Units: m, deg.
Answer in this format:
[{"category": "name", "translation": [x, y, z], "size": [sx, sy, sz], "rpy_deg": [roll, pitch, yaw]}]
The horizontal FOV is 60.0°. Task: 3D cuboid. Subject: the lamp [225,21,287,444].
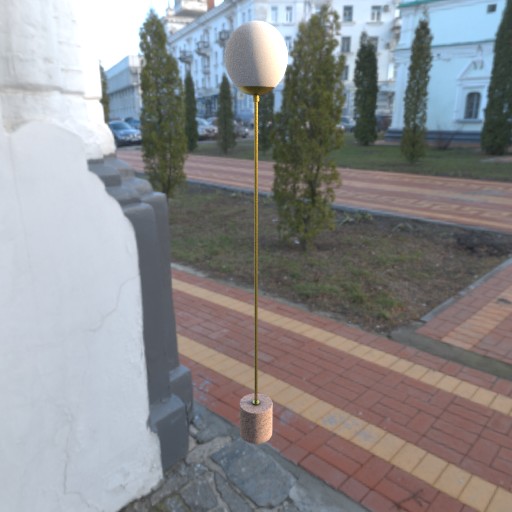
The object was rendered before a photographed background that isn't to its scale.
[{"category": "lamp", "translation": [0.000, 0.000, 1.835], "size": [0.229, 1.748, 0.229], "rpy_deg": [-10, 20, -29]}]
